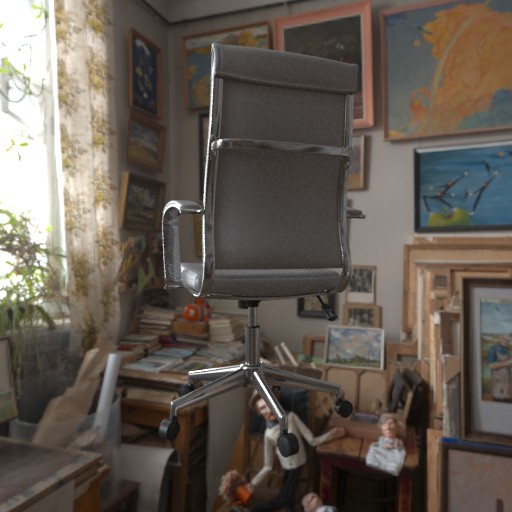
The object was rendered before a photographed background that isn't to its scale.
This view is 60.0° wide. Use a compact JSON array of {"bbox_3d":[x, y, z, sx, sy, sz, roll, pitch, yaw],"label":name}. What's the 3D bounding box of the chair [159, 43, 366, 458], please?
[{"bbox_3d":[0.000,0.000,1.542,0.679,1.149,0.667,0,0,-18],"label":"chair"}]
